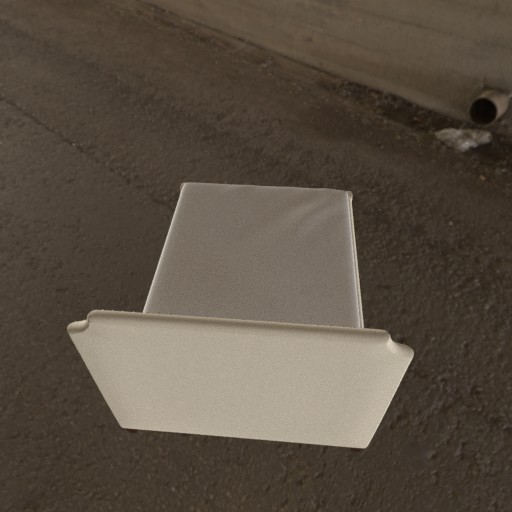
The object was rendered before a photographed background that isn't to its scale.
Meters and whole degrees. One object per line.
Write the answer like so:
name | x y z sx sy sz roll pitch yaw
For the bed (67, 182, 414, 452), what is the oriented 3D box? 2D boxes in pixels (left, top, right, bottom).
bed | 0.000 0.000 3.374 1.712 1.443 2.372 4 47 3
